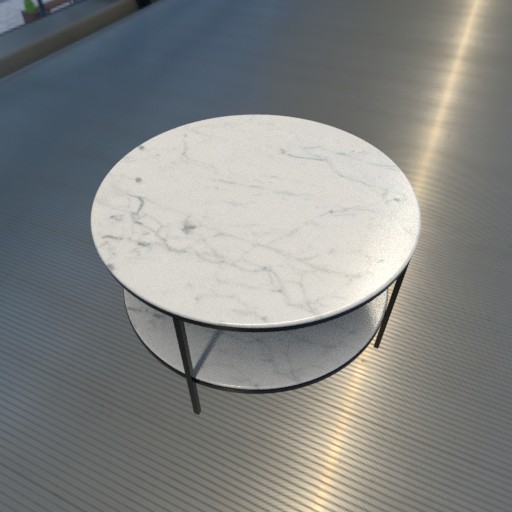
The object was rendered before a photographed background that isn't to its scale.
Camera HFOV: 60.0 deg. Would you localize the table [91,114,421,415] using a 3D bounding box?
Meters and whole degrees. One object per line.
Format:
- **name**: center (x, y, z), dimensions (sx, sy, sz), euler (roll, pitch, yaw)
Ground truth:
- **table**: center (0.000, 0.000, 1.267), dimensions (0.800, 0.450, 0.800), euler (0, 46, 0)
